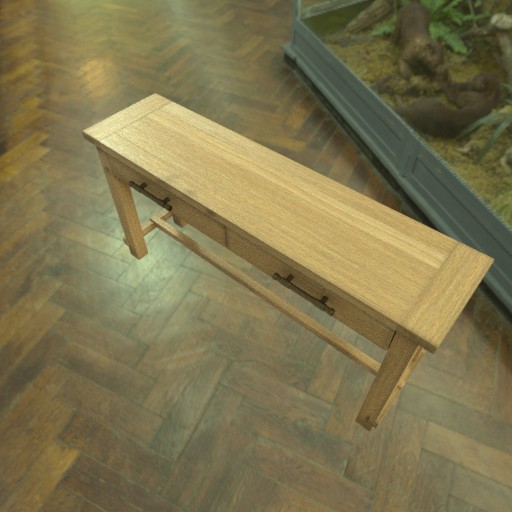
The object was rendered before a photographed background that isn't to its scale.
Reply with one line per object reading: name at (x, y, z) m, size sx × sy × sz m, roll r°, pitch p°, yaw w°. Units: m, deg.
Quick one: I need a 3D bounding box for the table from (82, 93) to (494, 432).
table at (0.000, 0.000, 1.910) m, size 1.599 × 0.762 × 0.442 m, roll 32°, pitch 56°, yaw 25°
